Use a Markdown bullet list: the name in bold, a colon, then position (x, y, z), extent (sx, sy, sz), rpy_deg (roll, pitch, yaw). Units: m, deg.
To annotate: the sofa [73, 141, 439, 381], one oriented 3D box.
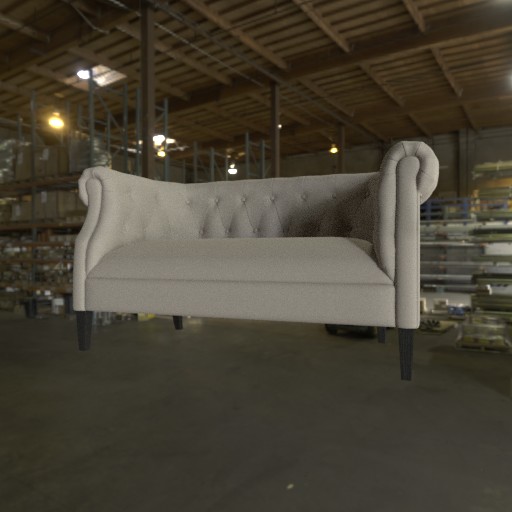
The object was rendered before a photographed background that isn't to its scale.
- **sofa**: position (0.000, 0.000, 2.063), extent (1.558, 0.827, 0.835), rpy_deg (0, 0, 20)
